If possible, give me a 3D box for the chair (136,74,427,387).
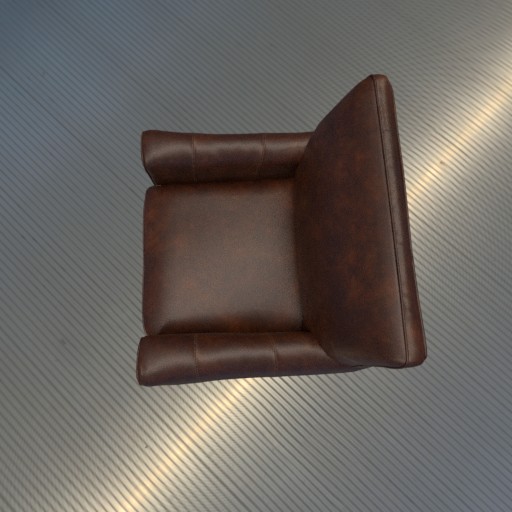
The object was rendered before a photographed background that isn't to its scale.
[{"bbox_3d":[0.000,0.000,1.609,0.823,0.943,0.870,-2,76,-1],"label":"chair"}]
